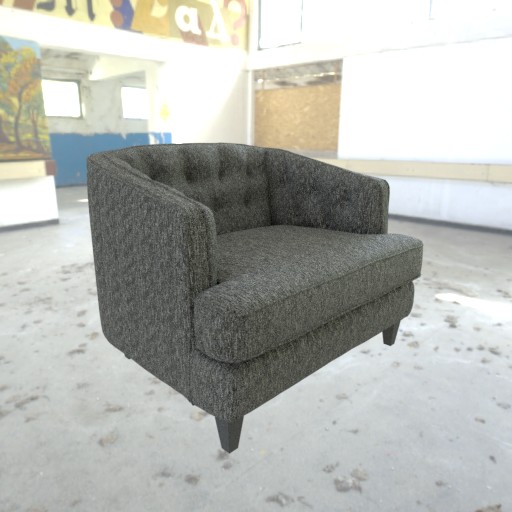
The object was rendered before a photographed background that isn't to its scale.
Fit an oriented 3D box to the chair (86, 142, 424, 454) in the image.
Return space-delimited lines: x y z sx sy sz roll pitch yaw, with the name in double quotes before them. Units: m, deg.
"chair" 0.000 0.000 1.750 0.941 0.852 1.104 15 21 43
